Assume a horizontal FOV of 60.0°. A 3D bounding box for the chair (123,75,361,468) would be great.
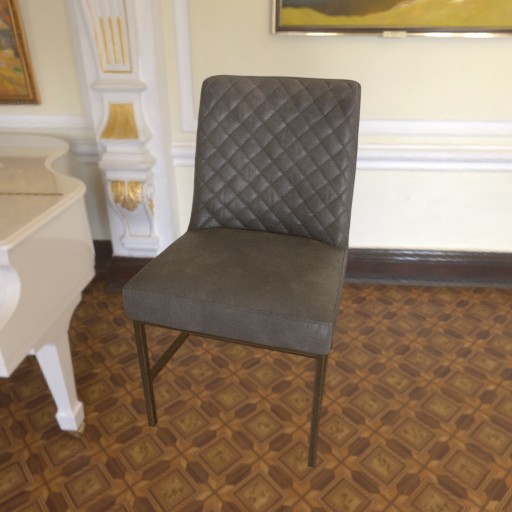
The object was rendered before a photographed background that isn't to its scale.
[{"bbox_3d":[0.000,0.000,1.234,0.508,0.889,0.587,8,28,15],"label":"chair"}]
